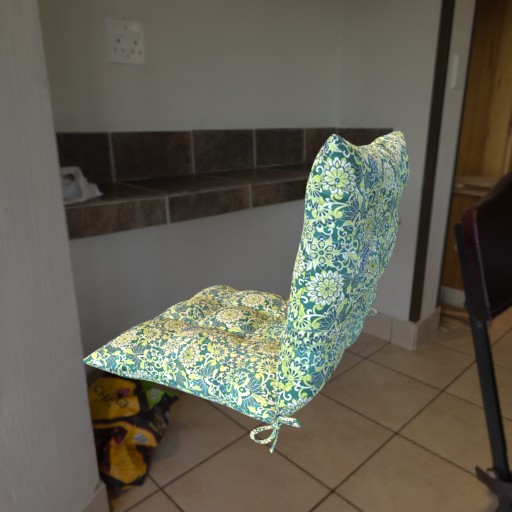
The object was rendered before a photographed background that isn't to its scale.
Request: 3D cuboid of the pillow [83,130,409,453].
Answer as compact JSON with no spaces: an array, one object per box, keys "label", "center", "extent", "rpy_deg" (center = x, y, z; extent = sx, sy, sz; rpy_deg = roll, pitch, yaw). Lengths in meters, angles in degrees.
[{"label":"pillow","center":[0.000,0.000,0.980],"extent":[0.585,0.536,0.541],"rpy_deg":[9,19,26]}]
